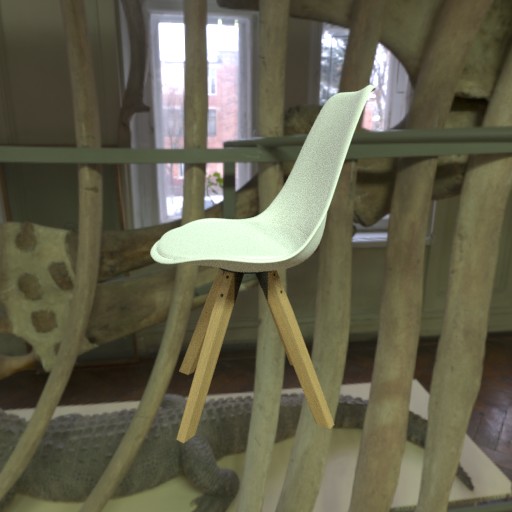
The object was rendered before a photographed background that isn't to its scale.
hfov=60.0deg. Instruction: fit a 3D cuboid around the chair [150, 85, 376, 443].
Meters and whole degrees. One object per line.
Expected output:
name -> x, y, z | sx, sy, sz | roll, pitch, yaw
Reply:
chair -> 0.000, 0.000, 1.192 | 0.550, 0.849, 0.485 | -2, 16, -8
